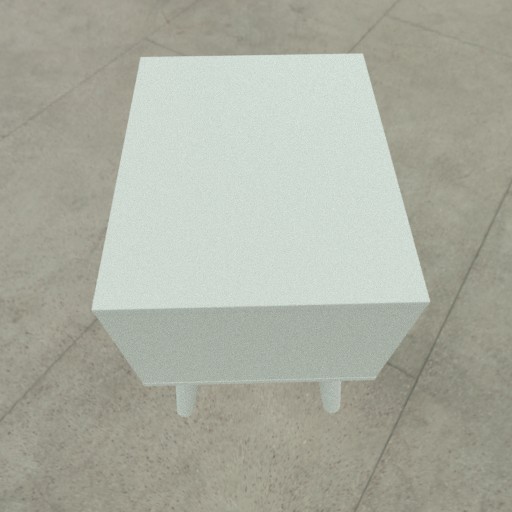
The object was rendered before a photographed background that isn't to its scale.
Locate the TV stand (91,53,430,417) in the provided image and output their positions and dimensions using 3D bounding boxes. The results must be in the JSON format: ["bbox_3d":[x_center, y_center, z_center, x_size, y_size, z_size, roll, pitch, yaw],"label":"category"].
[{"bbox_3d":[0.000,0.000,0.901,0.405,0.559,0.508,-1,57,-1],"label":"TV stand"}]
